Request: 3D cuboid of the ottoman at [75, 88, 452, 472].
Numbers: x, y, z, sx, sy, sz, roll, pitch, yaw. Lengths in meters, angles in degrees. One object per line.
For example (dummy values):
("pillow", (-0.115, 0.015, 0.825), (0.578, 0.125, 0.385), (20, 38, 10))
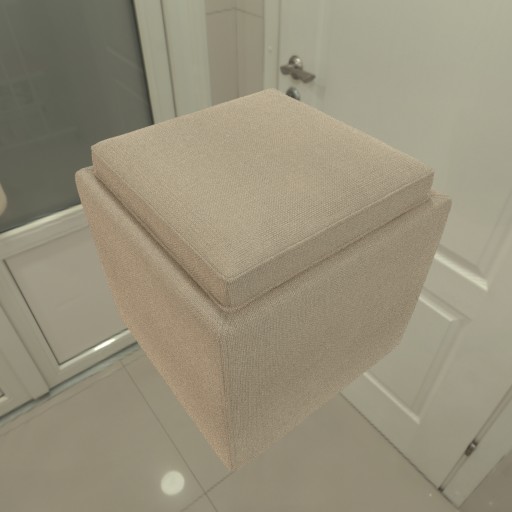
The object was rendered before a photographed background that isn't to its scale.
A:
("ottoman", (0.000, 0.000, 0.812), (0.450, 0.460, 0.451), (-28, 49, -27))
